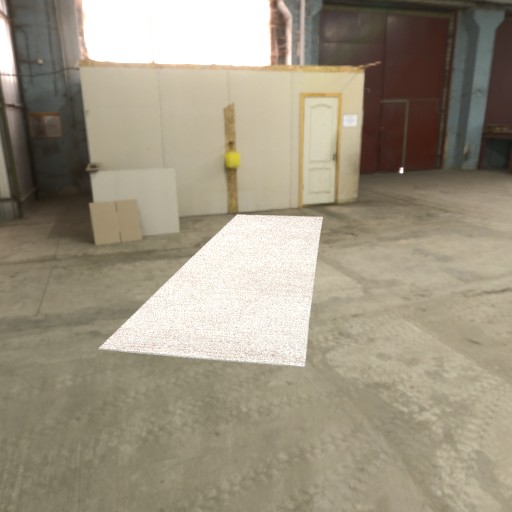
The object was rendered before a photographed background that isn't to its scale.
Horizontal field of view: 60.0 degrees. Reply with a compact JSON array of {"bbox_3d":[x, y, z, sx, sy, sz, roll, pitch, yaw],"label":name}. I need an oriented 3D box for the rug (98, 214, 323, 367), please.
[{"bbox_3d":[0.000,0.000,2.572,0.712,0.013,2.346,3,17,9],"label":"rug"}]
